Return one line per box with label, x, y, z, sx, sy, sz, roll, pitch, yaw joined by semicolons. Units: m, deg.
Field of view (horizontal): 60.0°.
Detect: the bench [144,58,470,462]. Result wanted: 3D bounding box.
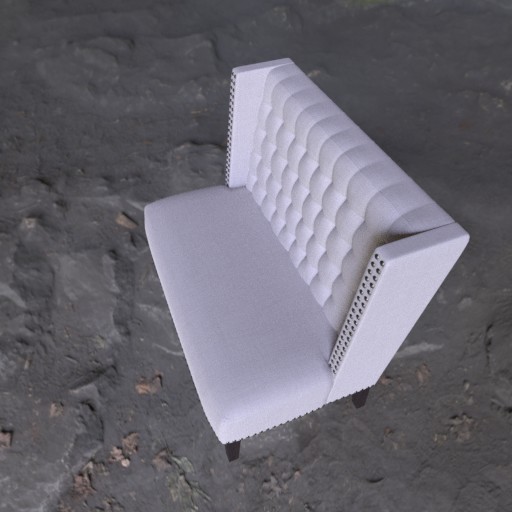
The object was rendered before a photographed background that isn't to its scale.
bench;0.000;0.000;1.977;0.847;1.123;1.280;-17;50;-14
